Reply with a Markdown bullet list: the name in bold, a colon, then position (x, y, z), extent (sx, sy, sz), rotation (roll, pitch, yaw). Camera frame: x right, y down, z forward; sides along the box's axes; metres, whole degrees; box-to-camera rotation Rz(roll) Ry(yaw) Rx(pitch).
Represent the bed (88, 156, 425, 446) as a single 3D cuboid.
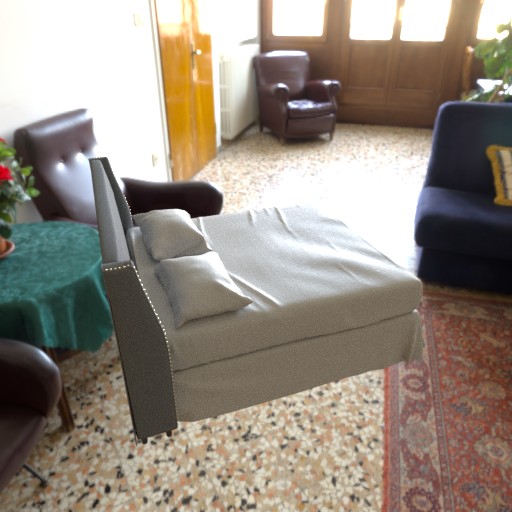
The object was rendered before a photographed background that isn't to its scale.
- **bed**: position (0.000, 0.000, 3.534), extent (2.276, 1.332, 1.925), rotation (-10, 31, -17)
